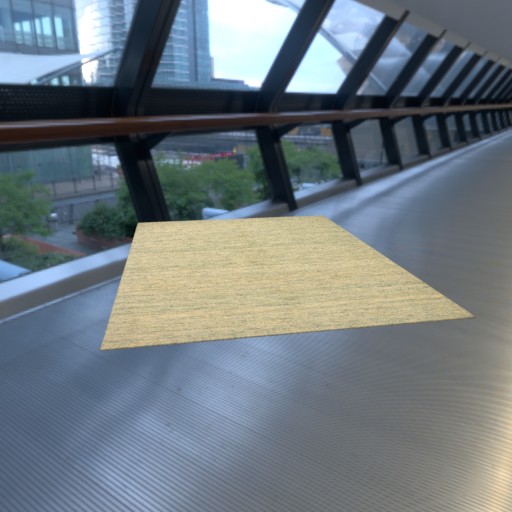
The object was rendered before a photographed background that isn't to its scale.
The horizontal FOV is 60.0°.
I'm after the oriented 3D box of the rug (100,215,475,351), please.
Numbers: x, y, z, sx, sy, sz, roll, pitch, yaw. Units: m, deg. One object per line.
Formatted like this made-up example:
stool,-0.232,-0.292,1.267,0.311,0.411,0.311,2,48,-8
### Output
rug,0.000,0.000,4.291,2.437,0.014,3.201,-3,18,-10
